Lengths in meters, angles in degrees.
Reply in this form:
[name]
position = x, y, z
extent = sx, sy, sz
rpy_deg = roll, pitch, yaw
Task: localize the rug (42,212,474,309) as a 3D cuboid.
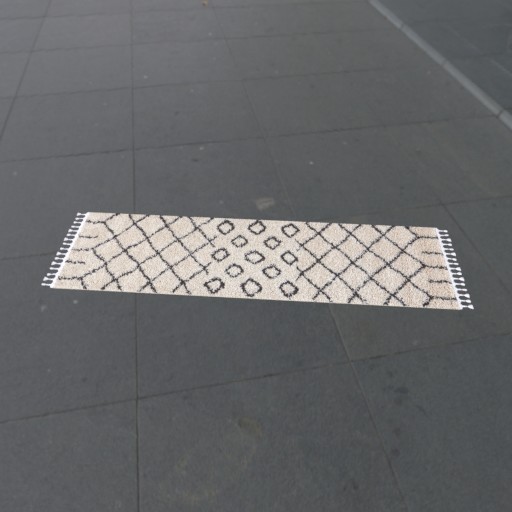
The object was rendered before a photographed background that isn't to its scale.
[rug]
position = 0.000, 0.000, 2.731
extent = 2.464, 0.005, 0.660
rpy_deg = 3, 47, 3
